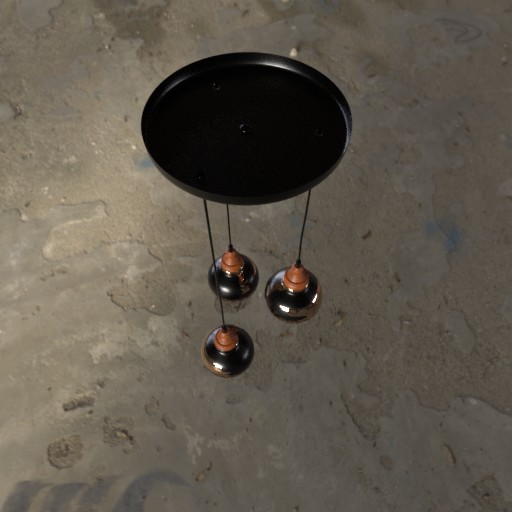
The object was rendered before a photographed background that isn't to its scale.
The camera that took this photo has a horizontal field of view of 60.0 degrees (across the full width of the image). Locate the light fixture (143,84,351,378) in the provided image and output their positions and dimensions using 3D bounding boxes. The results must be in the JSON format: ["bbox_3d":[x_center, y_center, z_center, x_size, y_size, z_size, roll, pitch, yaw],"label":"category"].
[{"bbox_3d":[0.000,0.000,1.773,0.605,1.410,0.608,0,58,0],"label":"light fixture"}]
